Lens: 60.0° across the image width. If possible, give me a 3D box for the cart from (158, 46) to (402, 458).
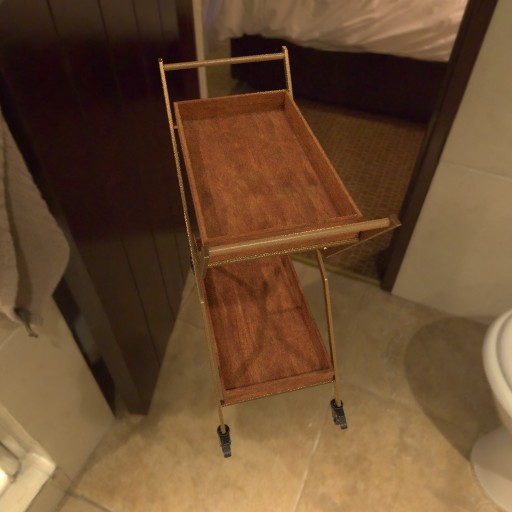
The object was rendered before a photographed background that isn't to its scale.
[{"bbox_3d":[0.000,0.000,1.330,0.405,0.869,0.836,-10,48,-9],"label":"cart"}]
